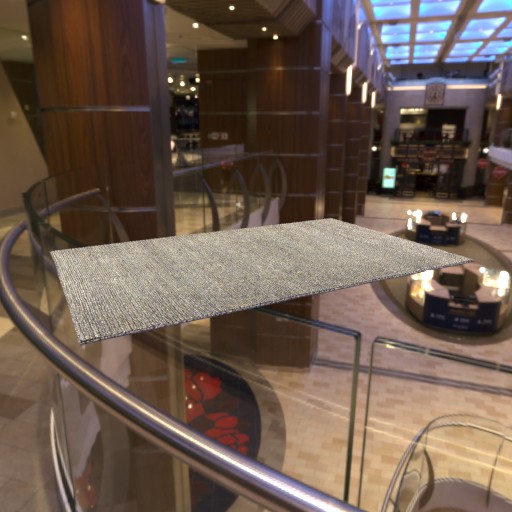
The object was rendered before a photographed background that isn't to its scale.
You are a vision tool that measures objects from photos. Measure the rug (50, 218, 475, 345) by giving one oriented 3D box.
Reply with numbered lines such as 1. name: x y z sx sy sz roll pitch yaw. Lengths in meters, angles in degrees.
1. rug: 0.000 0.000 2.997 2.443 0.021 1.538 -9 19 -27
